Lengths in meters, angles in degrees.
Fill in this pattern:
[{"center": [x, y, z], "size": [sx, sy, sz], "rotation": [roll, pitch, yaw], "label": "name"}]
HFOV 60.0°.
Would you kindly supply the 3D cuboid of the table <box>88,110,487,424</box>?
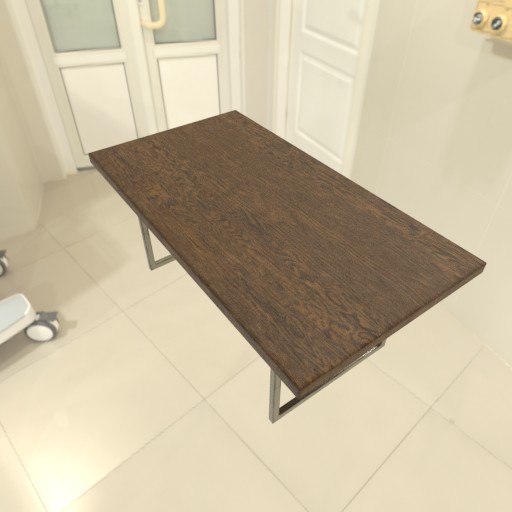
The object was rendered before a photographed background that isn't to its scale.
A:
[{"center": [0.000, 0.000, 2.582], "size": [1.078, 0.795, 1.989], "rotation": [-26, 48, -26], "label": "table"}]
